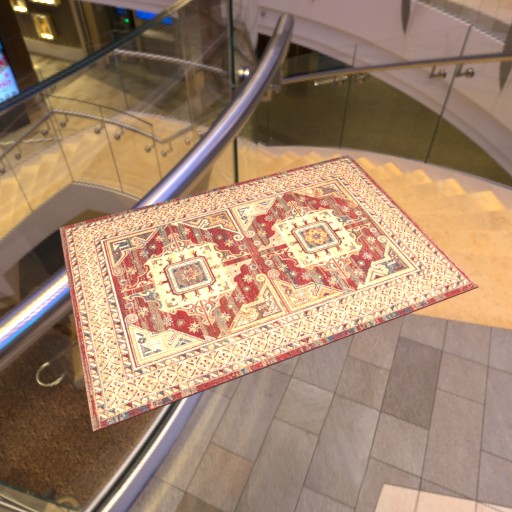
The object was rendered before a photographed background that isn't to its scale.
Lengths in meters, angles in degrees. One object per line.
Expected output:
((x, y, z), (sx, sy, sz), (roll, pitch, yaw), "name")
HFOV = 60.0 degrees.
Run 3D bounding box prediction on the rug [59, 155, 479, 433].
((0.000, 0.000, 5.724), (4.578, 0.033, 3.033), (-17, 49, -15), "rug")
